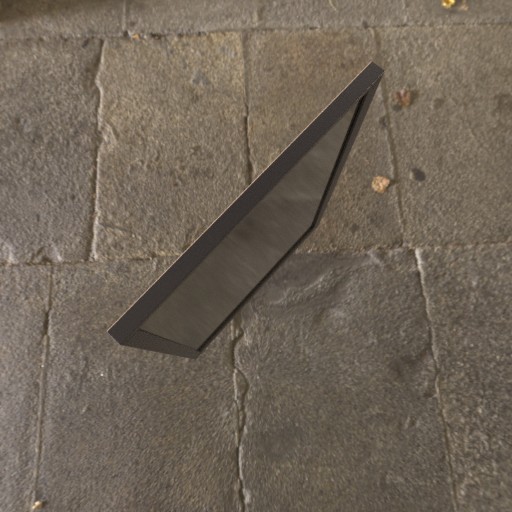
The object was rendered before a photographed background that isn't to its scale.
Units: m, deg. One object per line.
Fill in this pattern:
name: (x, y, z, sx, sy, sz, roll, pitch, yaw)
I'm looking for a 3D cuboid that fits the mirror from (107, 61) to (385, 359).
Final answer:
mirror: (0.000, 0.000, 1.353, 0.040, 1.016, 0.762, 41, 79, 10)
